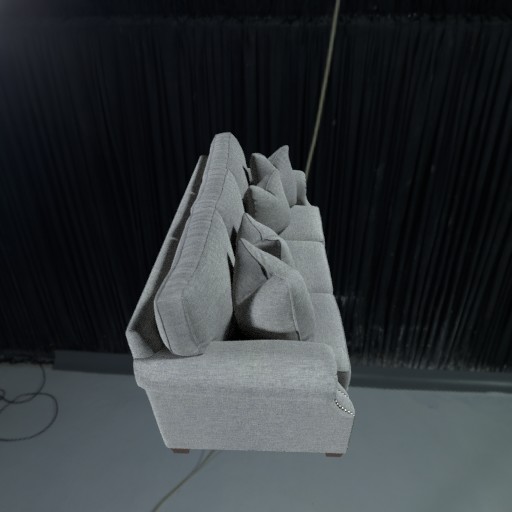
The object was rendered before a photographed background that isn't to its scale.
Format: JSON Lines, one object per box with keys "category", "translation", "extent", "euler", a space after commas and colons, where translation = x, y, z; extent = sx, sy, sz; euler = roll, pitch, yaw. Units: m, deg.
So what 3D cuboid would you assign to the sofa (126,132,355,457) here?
{"category": "sofa", "translation": [0.000, 0.000, 2.787], "extent": [0.965, 0.975, 2.312], "euler": [1, 31, 2]}
